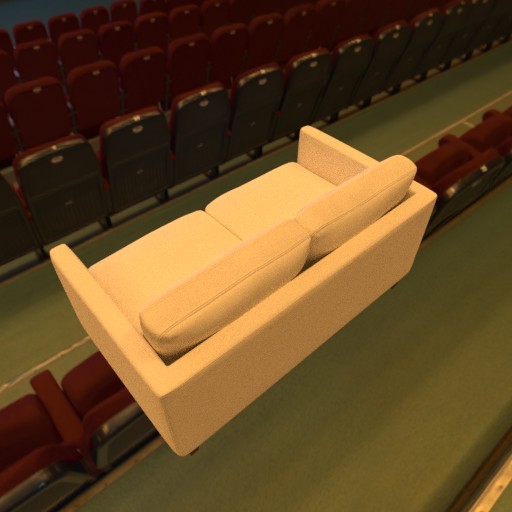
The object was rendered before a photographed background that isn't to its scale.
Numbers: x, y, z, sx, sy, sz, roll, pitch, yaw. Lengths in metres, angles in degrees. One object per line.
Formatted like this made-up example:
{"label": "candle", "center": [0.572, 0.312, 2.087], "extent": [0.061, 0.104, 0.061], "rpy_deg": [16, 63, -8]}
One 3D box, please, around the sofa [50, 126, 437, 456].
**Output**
{"label": "sofa", "center": [0.000, 0.000, 2.295], "extent": [1.702, 0.888, 0.964], "rpy_deg": [-32, 54, -27]}
